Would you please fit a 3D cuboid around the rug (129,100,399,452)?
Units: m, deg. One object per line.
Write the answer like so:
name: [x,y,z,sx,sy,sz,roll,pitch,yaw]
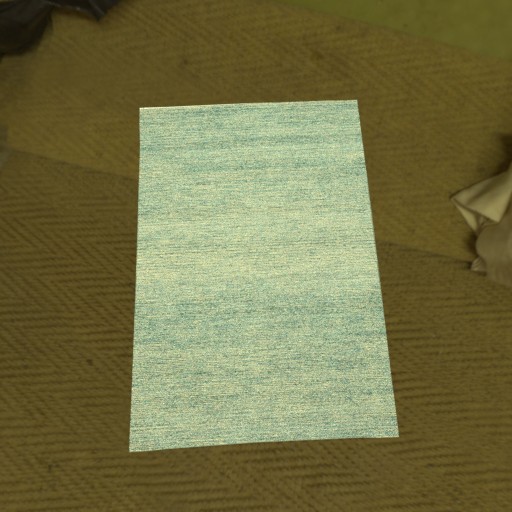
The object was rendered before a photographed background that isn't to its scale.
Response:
rug: [0.000,0.000,5.128,2.802,0.052,4.078,-2,74,-1]
